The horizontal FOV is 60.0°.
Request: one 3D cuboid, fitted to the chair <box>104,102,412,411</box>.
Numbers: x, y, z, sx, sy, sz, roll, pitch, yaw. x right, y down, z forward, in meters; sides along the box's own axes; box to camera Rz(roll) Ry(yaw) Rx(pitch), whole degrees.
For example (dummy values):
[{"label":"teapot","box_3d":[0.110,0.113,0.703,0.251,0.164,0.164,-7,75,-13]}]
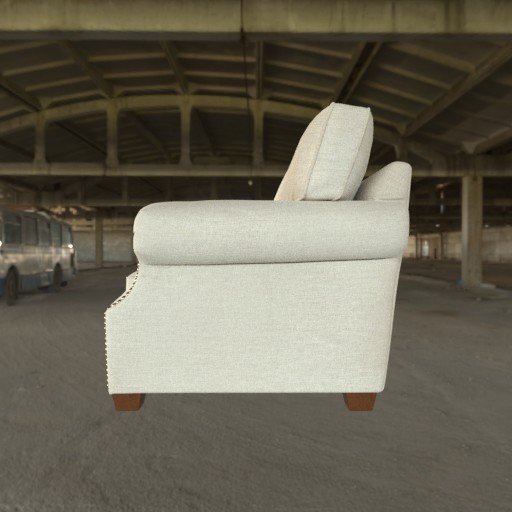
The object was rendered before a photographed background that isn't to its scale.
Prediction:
[{"label":"chair","box_3d":[0.000,0.000,1.827,0.965,0.961,1.092,0,1,0]}]
